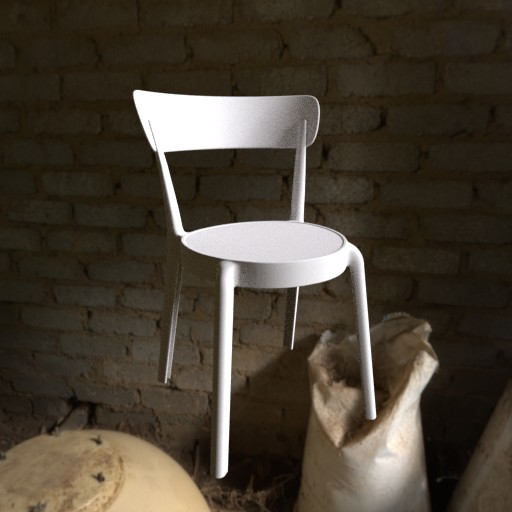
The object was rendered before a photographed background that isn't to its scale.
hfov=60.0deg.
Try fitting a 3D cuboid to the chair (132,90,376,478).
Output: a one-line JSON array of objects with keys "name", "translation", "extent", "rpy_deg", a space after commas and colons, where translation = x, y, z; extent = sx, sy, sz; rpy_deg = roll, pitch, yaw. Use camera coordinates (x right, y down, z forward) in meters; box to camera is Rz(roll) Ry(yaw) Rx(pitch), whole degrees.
[{"name": "chair", "translation": [0.000, 0.000, 1.121], "extent": [0.506, 0.790, 0.491], "rpy_deg": [-9, 19, -26]}]
